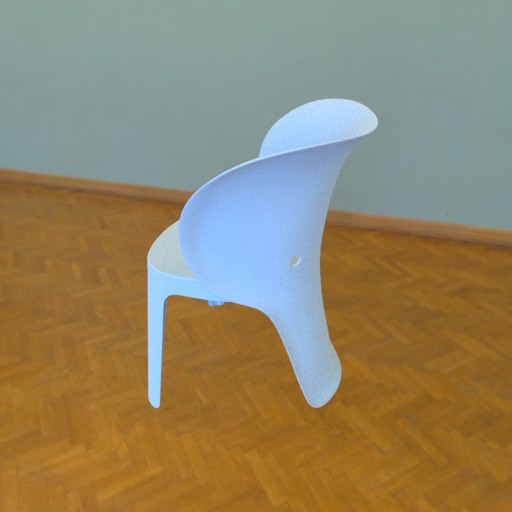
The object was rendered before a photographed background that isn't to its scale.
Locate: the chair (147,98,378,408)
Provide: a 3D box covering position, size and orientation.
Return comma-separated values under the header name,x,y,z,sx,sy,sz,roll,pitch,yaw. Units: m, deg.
name,x,y,z,sx,sy,sz,roll,pitch,yaw
chair,0.000,0.000,0.883,0.402,0.554,0.451,8,30,14
